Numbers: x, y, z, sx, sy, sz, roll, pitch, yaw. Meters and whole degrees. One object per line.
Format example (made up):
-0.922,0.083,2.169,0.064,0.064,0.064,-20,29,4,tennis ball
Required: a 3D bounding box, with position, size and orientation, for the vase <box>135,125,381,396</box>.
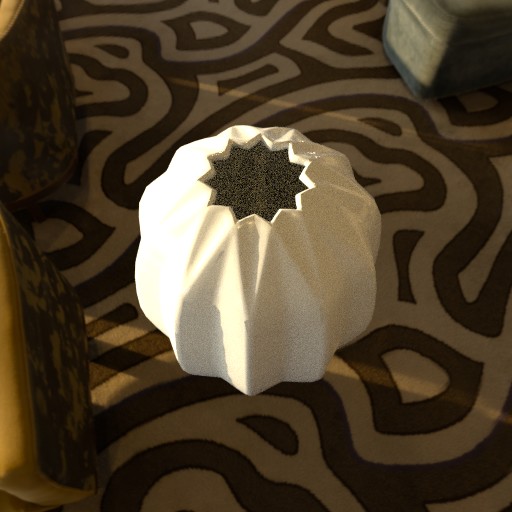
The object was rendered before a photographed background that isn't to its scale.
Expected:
0.000,0.000,0.247,0.139,0.134,0.139,0,60,0,vase
